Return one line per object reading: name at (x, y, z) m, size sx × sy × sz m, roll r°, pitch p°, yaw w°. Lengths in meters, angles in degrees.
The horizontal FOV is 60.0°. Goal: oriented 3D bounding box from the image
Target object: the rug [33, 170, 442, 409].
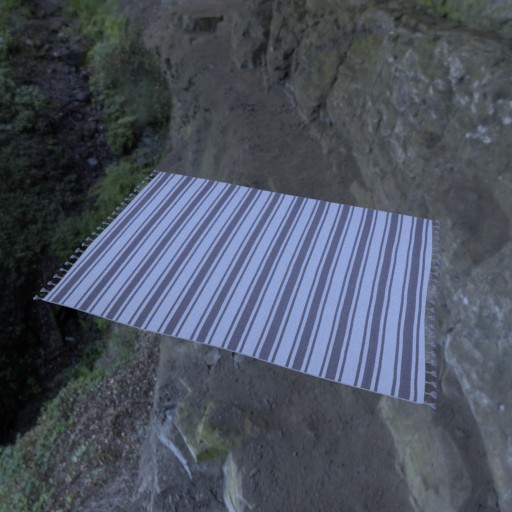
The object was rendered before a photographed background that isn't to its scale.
rug at (0.000, 0.000, 3.812) m, size 3.040 × 0.017 × 2.030 m, roll 12°, pitch 43°, yaw 13°
